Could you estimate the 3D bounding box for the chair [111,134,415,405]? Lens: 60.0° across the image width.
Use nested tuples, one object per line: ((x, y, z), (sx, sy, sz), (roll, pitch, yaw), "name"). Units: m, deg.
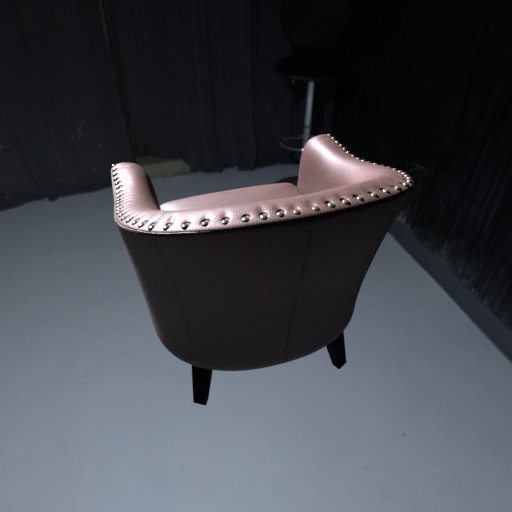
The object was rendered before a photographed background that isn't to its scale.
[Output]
((0.000, 0.000, 1.430), (0.794, 0.823, 0.748), (-11, 42, -13), "chair")
